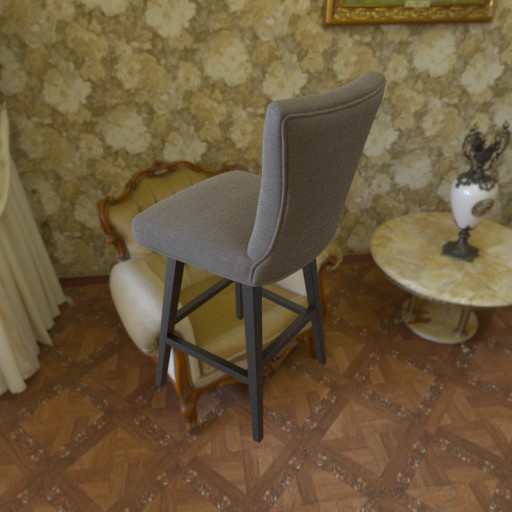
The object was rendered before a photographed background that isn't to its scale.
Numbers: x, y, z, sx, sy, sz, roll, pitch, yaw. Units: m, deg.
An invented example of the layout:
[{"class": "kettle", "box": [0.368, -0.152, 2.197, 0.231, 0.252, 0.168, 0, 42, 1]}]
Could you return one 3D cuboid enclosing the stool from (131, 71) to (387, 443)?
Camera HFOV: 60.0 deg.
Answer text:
[{"class": "stool", "box": [0.000, 0.000, 1.415, 0.574, 1.086, 0.514, 21, 37, 30]}]
